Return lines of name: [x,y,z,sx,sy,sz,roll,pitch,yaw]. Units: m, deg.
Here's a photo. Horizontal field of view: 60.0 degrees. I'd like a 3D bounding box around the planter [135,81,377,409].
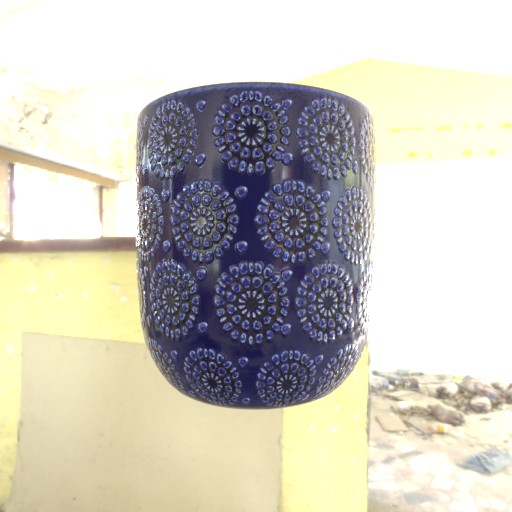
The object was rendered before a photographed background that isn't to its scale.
planter: [0.000,0.000,0.350,0.184,0.206,0.184,0,0,0]
